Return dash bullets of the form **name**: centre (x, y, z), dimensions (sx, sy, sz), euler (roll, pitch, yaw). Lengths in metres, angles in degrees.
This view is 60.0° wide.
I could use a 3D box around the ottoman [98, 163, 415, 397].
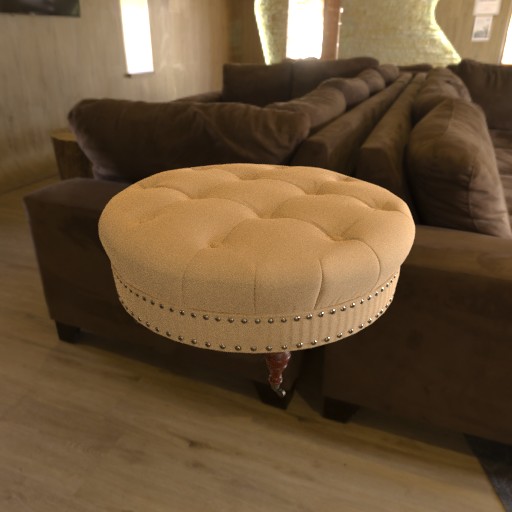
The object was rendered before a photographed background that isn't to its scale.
- **ottoman**: centre (0.000, 0.000, 1.378), dimensions (0.901, 0.439, 0.901), euler (0, 26, 0)
